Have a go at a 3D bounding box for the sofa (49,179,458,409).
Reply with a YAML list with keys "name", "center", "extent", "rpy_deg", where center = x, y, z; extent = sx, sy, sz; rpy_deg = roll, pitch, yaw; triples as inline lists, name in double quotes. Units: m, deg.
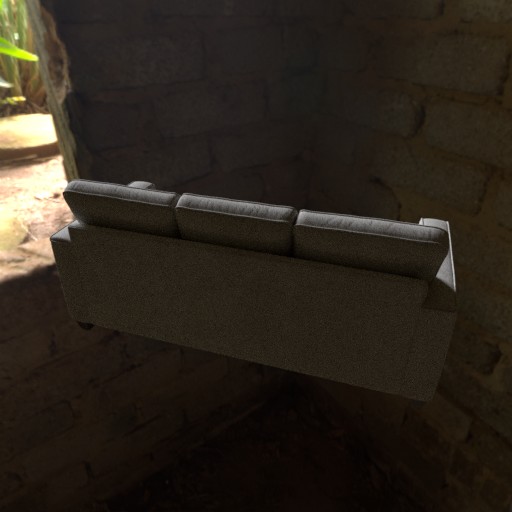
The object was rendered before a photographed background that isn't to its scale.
- name: "sofa"
  center: [0.000, 0.000, 2.620]
  extent: [2.133, 0.965, 0.939]
  rpy_deg: [9, 32, 15]
